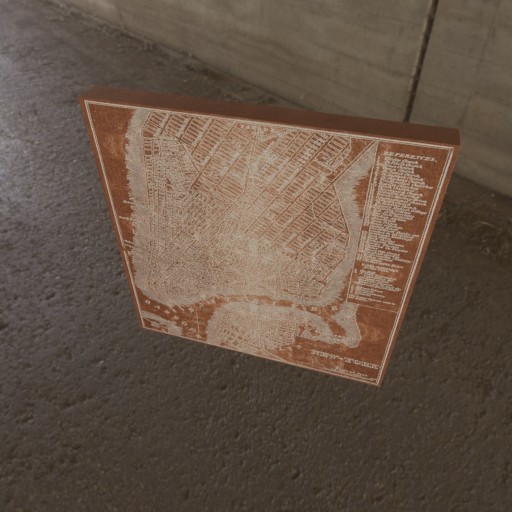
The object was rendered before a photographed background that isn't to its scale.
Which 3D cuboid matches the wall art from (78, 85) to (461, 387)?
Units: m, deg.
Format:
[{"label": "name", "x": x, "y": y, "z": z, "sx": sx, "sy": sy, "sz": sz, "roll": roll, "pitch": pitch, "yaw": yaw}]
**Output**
[{"label": "wall art", "x": 0.000, "y": 0.000, "z": 0.595, "sx": 0.403, "sy": 0.403, "sz": 0.035, "roll": 11, "pitch": 43, "yaw": 12}]
